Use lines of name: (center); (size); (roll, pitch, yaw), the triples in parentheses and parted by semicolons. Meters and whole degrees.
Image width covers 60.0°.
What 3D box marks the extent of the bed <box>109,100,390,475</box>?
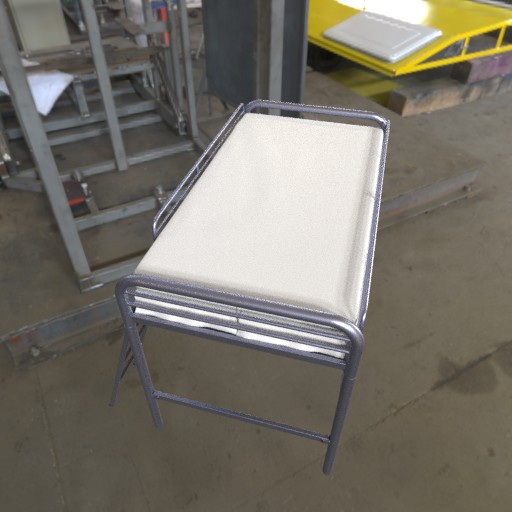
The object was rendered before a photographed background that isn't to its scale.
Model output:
bed: (0.000, 0.000, 2.906); (1.415, 1.288, 1.965); (10, 42, 12)
